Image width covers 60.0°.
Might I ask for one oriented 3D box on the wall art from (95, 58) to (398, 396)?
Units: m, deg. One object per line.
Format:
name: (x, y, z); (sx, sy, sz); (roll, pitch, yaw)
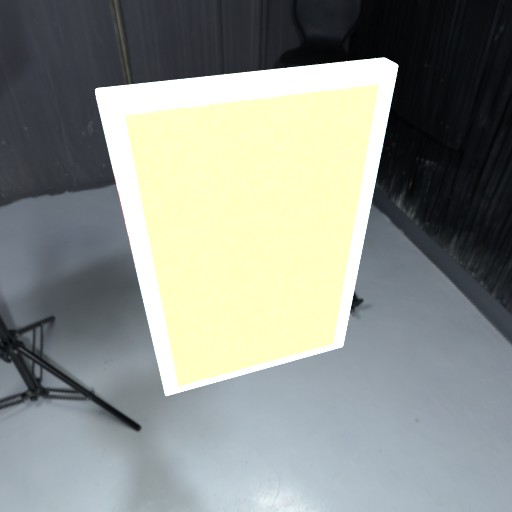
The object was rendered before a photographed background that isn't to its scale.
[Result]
wall art: (0.000, 0.000, 0.769); (0.401, 0.610, 0.038); (-12, 41, -14)
